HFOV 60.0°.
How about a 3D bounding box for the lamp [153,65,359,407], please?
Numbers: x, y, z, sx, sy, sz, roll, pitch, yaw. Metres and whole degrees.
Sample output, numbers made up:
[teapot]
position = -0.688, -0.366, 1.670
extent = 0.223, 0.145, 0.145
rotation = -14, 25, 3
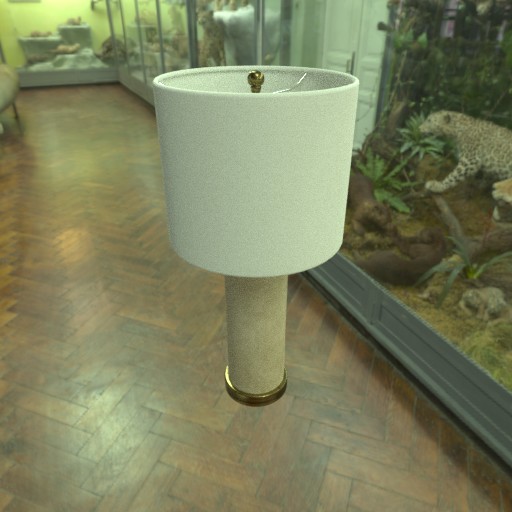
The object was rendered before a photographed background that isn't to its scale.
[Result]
[lamp]
position = 0.000, 0.000, 0.814
extent = 0.305, 0.634, 0.305
rotation = 19, 34, 30
